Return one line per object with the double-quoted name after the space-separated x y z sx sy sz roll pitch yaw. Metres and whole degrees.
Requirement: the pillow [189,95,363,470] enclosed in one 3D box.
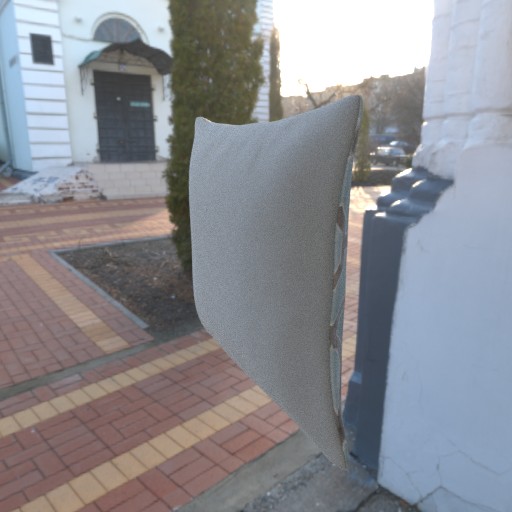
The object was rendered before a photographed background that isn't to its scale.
0.000 0.000 0.805 0.166 0.508 0.552 -7 16 -26 "pillow"
